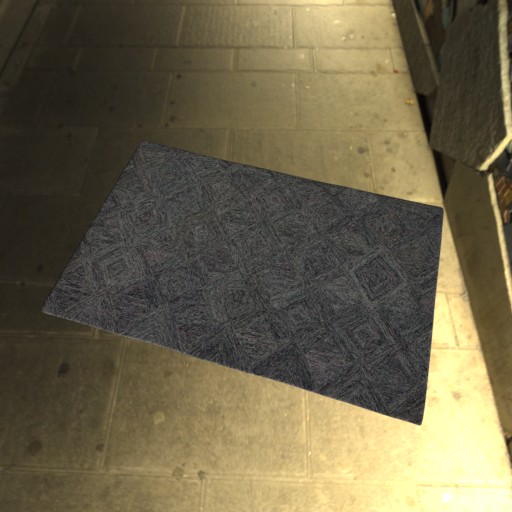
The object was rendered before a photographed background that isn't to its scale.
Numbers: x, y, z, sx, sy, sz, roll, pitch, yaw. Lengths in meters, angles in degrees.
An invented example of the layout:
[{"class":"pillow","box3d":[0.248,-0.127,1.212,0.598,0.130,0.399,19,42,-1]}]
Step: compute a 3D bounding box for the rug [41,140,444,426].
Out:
[{"class":"rug","box3d":[0.000,0.000,2.204,1.752,0.013,1.158,14,60,9]}]
